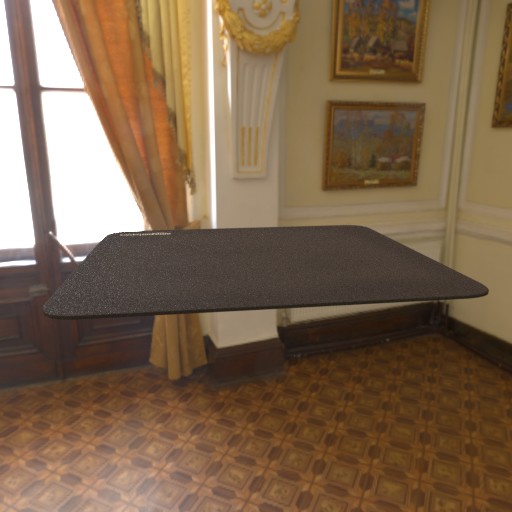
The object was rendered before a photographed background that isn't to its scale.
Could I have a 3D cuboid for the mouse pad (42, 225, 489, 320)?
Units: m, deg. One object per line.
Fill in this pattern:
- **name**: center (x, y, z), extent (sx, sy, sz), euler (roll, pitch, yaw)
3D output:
- **mouse pad**: center (0.000, 0.000, 0.331), extent (0.249, 0.002, 0.211), euler (-2, 15, -8)
